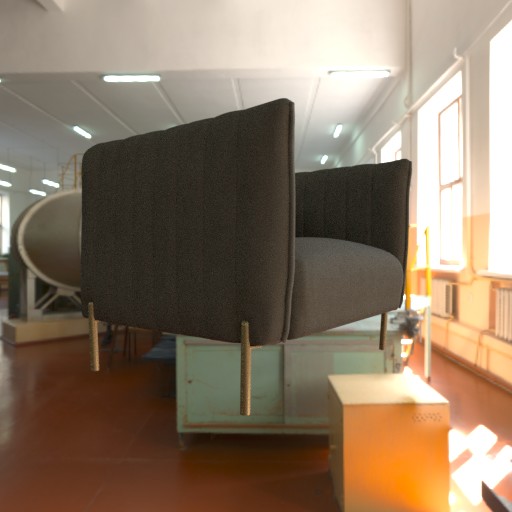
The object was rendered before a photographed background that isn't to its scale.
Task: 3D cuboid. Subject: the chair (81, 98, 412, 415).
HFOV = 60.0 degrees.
[{"bbox_3d":[0.000,0.000,1.650,0.873,0.779,0.981,0,1,37],"label":"chair"}]
